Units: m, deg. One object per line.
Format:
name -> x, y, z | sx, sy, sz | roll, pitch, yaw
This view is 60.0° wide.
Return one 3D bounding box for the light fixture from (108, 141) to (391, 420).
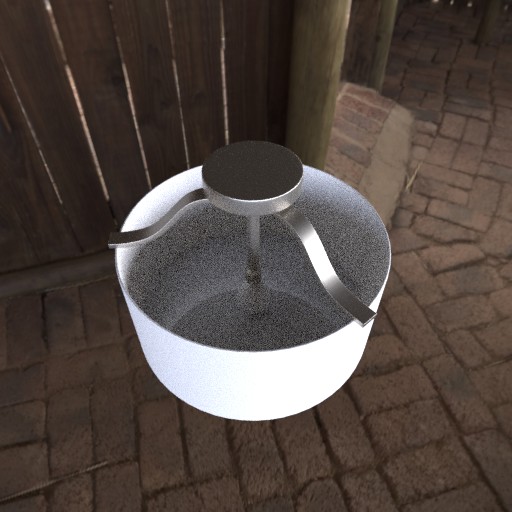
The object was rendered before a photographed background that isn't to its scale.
light fixture -> 0.000, 0.000, 0.651 | 0.395, 0.304, 0.395 | 0, 46, 0
